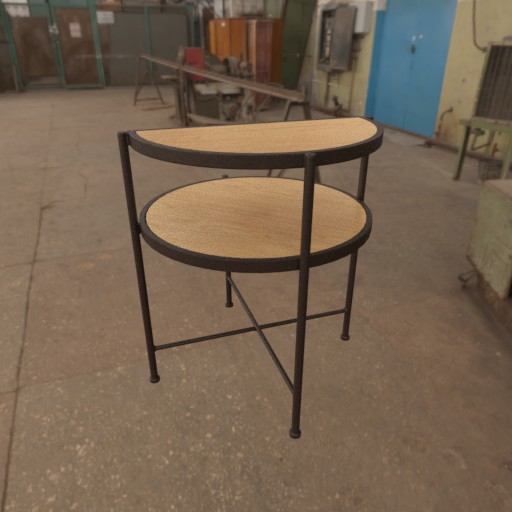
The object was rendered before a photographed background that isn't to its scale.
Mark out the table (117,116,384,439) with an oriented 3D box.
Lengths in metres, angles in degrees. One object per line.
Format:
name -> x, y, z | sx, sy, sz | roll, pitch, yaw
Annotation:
table -> 0.000, 0.000, 1.177 | 0.629, 0.684, 0.628 | -9, 28, -16
